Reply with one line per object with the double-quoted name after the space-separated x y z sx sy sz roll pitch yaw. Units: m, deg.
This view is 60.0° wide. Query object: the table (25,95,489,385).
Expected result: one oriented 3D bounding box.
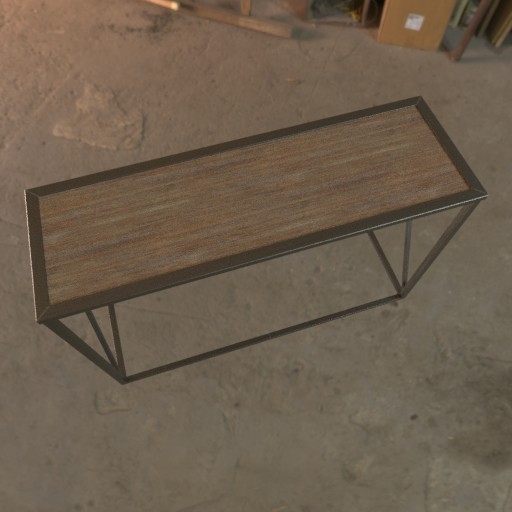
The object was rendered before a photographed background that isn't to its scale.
0.000 0.000 1.553 1.216 0.753 0.402 -16 63 -8 "table"
